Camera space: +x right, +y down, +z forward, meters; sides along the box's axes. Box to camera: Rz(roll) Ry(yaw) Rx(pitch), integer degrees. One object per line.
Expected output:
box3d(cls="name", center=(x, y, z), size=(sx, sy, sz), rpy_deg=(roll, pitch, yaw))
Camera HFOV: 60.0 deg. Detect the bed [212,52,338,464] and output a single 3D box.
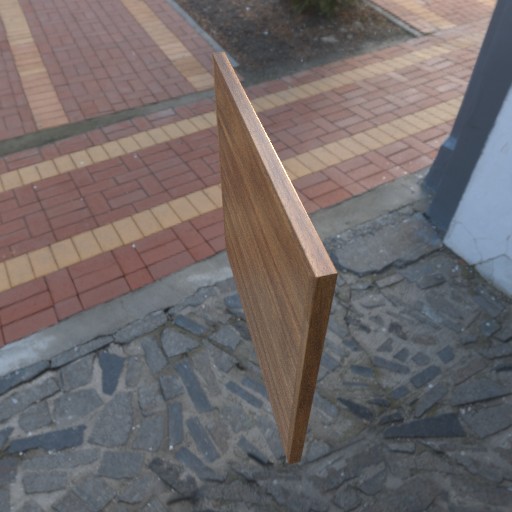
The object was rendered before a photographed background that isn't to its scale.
box3d(cls="bed", center=(0.000, 0.000, 1.487), size=(0.043, 0.940, 1.041), rpy_deg=(-10, 47, -10))
